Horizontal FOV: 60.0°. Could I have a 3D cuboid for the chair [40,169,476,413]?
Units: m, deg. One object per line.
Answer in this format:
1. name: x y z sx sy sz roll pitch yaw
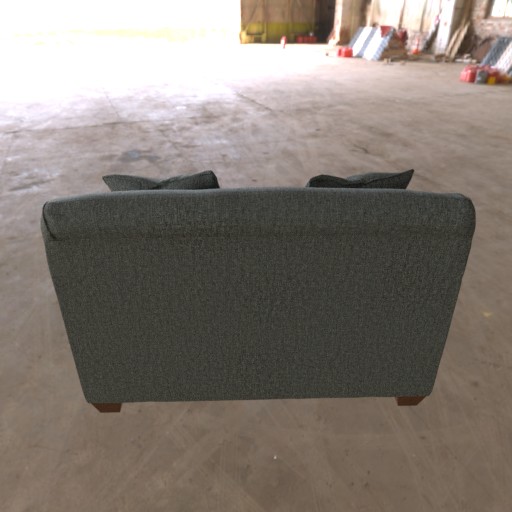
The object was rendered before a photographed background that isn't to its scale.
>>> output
1. chair: 0.000 0.000 1.977 1.383 0.948 1.000 -1 30 -1
